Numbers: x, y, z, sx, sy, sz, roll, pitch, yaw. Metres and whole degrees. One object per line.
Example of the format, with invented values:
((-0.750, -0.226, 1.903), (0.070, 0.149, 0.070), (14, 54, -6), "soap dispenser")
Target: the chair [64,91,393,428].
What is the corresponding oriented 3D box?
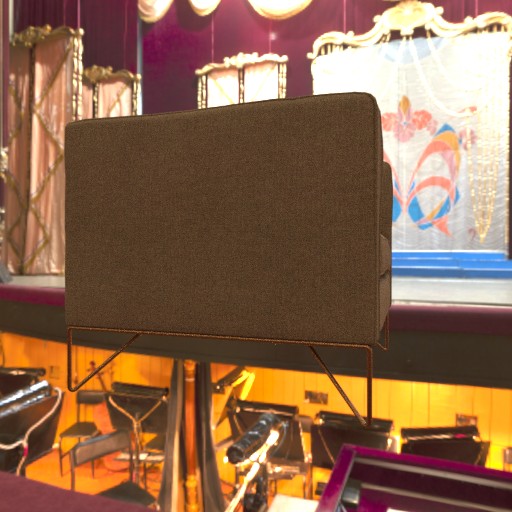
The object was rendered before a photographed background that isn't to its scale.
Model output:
((0.000, 0.000, 1.579), (0.912, 0.799, 0.920), (0, 0, 19), "chair")
